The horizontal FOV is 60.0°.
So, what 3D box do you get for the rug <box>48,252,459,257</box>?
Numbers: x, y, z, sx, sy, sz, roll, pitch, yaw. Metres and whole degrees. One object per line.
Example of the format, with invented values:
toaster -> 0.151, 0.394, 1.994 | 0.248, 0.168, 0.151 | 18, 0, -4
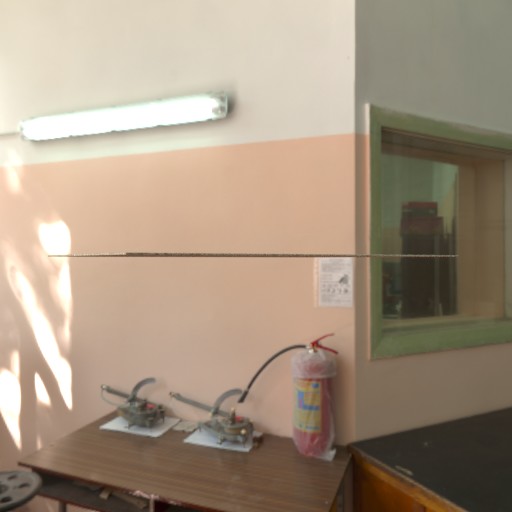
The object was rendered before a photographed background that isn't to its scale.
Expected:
rug -> 0.000, 0.000, 2.360 | 1.827, 0.007, 1.211 | 0, 0, -35
